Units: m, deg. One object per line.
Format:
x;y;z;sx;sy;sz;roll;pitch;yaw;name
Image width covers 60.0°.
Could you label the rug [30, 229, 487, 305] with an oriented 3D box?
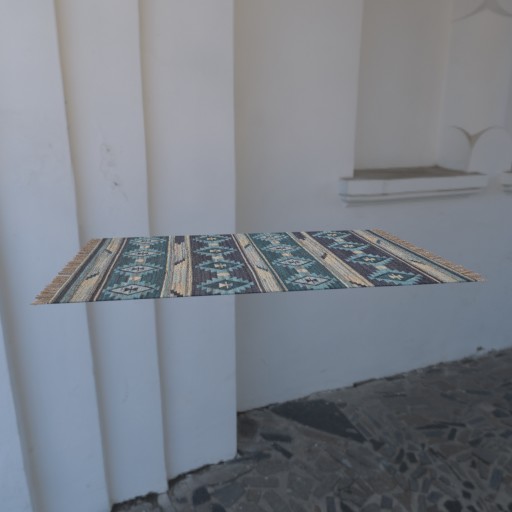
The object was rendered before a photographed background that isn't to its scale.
0.000;0.000;2.387;1.936;0.028;1.181;-2;15;-9;rug
